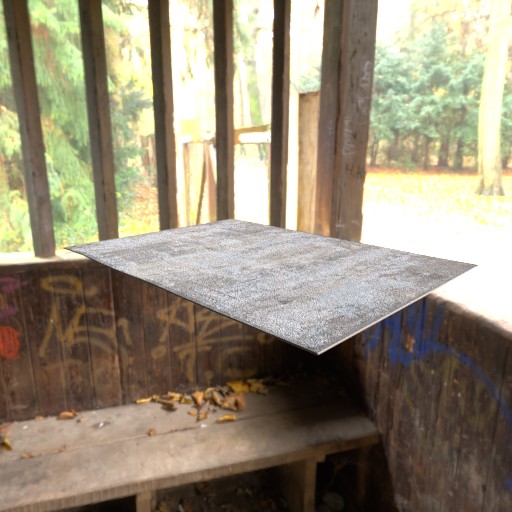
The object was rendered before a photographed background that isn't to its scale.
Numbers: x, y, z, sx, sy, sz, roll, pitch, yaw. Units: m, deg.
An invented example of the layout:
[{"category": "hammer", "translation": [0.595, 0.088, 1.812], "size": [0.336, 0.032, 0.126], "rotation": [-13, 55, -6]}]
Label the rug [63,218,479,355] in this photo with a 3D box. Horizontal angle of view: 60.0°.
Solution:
[{"category": "rug", "translation": [0.000, 0.000, 4.297], "size": [3.307, 0.013, 2.393], "rotation": [14, 21, 43]}]
